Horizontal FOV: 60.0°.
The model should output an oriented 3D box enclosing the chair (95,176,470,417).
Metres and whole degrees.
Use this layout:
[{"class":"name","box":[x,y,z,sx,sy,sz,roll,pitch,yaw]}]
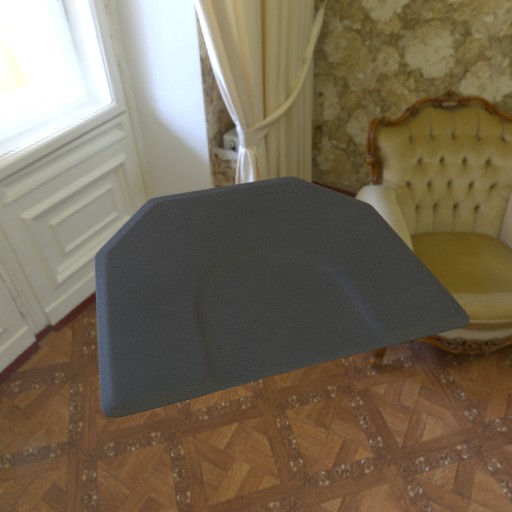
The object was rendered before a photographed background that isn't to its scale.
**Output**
[{"class":"chair","box":[0.000,0.000,1.961,1.372,0.024,1.219,-11,42,-13]}]
